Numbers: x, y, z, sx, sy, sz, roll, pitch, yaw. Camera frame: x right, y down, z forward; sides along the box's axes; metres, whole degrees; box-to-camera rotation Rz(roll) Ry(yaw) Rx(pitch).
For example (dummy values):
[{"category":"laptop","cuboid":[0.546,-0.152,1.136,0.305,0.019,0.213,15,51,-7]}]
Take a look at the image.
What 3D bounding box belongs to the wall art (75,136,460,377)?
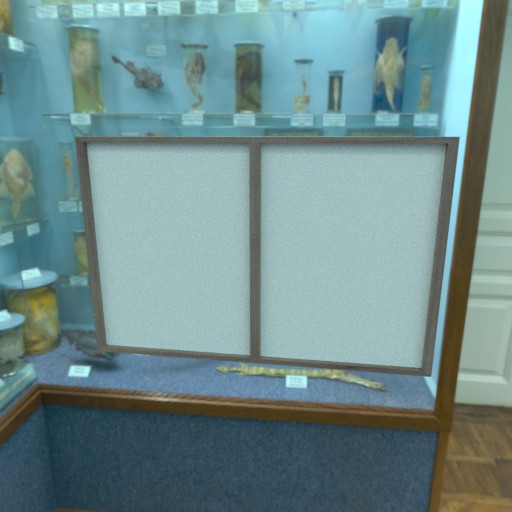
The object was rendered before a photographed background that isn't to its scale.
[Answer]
[{"category":"wall art","cuboid":[0.000,0.000,1.148,0.919,0.598,0.038,2,16,8]}]
